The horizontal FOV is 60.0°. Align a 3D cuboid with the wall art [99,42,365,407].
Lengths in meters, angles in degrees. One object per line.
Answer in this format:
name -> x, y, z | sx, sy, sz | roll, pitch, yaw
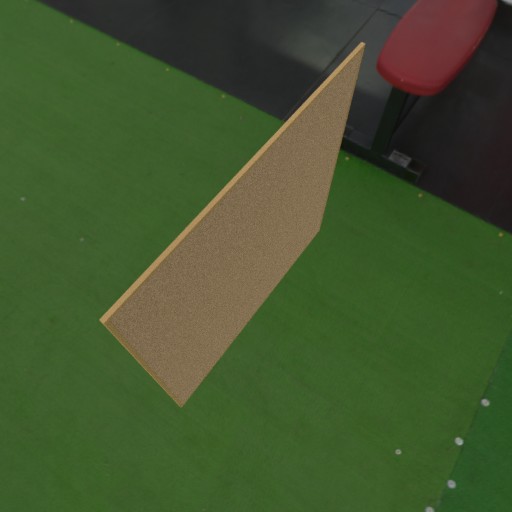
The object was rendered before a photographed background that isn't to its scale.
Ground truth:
wall art -> 0.000, 0.000, 1.421 | 0.013, 0.959, 0.962 | 33, 67, 16
